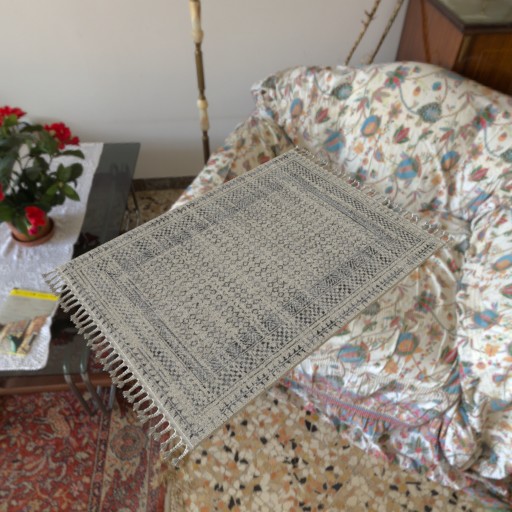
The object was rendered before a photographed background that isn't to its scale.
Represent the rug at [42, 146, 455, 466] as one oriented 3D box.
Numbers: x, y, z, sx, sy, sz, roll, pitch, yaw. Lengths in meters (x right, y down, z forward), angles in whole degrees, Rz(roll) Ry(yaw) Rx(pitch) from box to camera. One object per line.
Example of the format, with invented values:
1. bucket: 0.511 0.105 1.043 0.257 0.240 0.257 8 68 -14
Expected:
1. rug: 0.000 0.000 2.355 1.872 0.013 1.243 -32 54 -27
